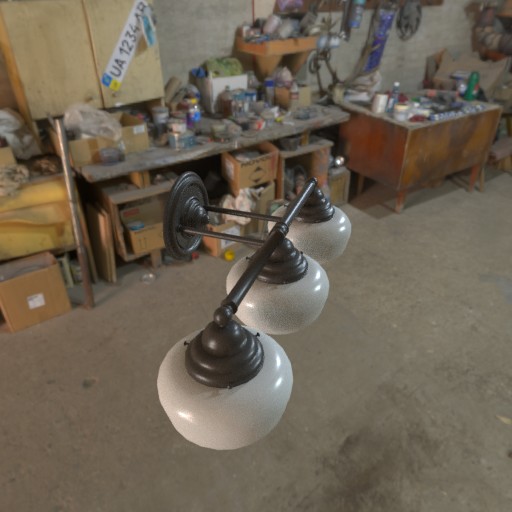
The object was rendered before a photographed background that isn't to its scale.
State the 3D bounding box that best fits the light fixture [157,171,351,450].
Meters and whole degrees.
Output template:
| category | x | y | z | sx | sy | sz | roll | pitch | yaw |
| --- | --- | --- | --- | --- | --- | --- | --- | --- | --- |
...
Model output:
| category | x | y | z | sx | sy | sz | roll | pitch | yaw |
| --- | --- | --- | --- | --- | --- | --- | --- | --- | --- |
| light fixture | 0.000 | 0.000 | 0.701 | 0.239 | 0.242 | 0.587 | 11 | 33 | 17 |
